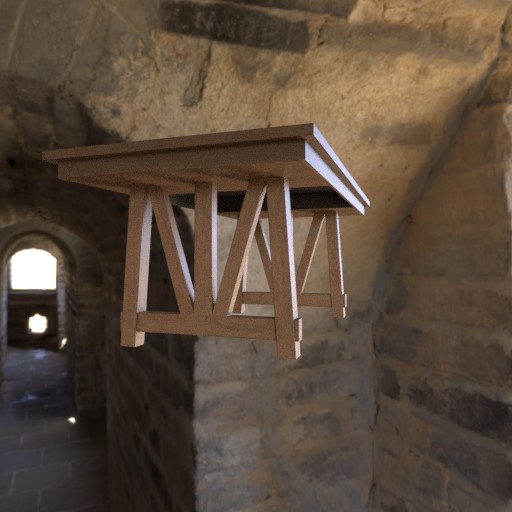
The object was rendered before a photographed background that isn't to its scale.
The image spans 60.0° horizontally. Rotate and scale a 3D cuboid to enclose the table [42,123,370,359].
[{"bbox_3d":[0.000,0.000,2.356,1.016,0.768,1.881,0,0,19],"label":"table"}]
